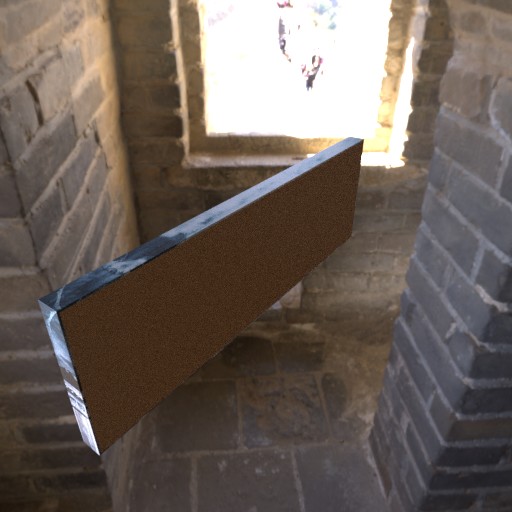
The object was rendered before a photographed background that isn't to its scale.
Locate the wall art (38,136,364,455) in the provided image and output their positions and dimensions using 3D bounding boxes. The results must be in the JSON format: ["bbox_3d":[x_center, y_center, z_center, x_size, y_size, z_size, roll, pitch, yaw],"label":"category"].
[{"bbox_3d":[0.000,0.000,0.806,0.037,0.251,0.759,22,38,31],"label":"wall art"}]
